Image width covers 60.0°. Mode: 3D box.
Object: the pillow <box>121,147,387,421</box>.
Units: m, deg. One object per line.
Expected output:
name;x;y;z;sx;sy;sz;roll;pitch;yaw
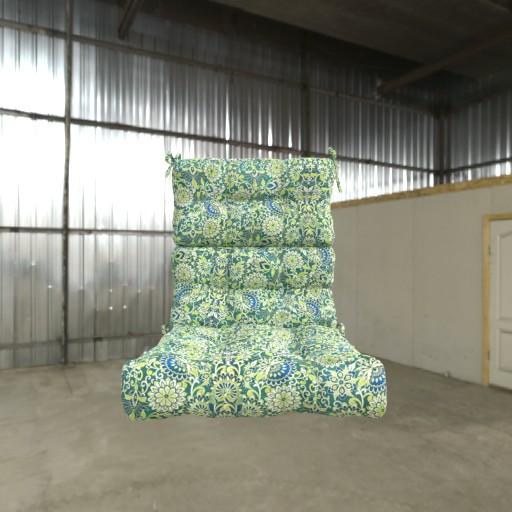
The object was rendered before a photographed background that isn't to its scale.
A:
pillow;0.000;0.000;1.046;0.519;0.605;0.571;0;1;0
